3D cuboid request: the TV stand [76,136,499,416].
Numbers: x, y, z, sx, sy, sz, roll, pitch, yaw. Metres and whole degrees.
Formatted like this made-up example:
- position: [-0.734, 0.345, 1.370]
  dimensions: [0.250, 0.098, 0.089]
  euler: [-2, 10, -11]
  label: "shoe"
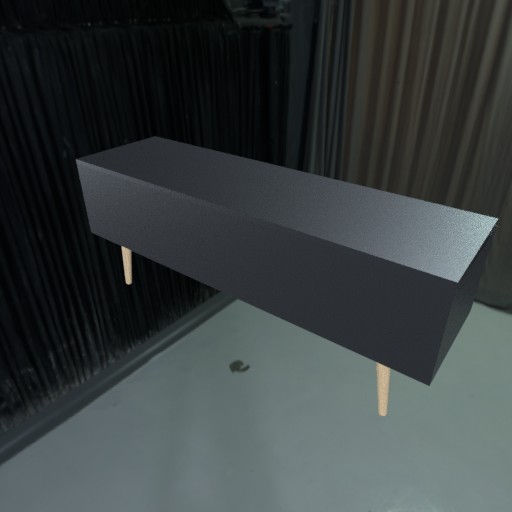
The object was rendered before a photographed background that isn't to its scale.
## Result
- position: [0.000, 0.000, 1.498]
  dimensions: [1.312, 0.518, 0.390]
  euler: [21, 36, 31]
  label: "TV stand"
